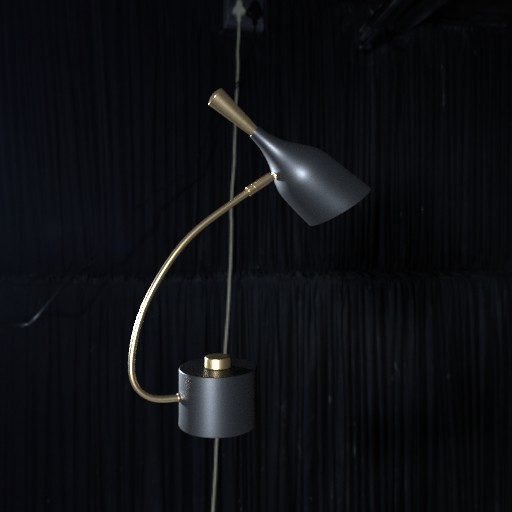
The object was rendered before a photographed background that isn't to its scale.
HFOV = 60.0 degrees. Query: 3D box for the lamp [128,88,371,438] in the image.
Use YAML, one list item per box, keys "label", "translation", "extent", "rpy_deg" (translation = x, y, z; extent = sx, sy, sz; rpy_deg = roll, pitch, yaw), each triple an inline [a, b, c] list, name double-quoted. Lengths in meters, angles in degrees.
- label: "lamp"
  translation: [0.000, 0.000, 0.634]
  extent: [0.352, 0.464, 0.110]
  rpy_deg: [0, 1, -18]
